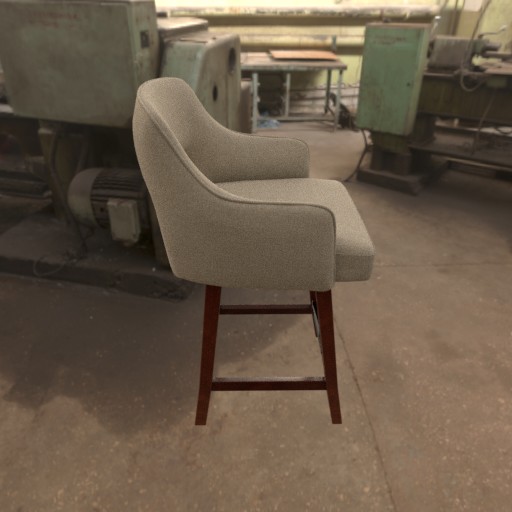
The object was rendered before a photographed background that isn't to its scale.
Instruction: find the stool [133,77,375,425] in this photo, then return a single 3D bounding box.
[{"bbox_3d":[0.000,0.000,1.278,0.560,0.936,0.550,0,30,-1],"label":"stool"}]
